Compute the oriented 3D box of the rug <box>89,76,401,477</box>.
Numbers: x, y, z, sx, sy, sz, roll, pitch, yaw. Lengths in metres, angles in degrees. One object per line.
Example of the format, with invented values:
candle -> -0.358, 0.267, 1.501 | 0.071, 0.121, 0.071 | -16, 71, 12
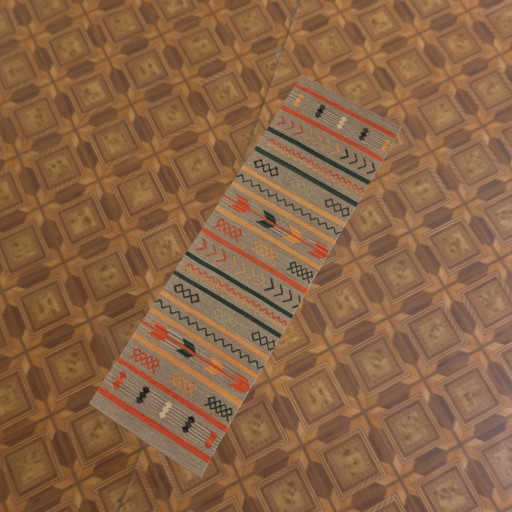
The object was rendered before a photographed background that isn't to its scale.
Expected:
rug -> 0.000, 0.000, 2.660 | 0.744, 0.022, 2.419 | 30, 79, 7
